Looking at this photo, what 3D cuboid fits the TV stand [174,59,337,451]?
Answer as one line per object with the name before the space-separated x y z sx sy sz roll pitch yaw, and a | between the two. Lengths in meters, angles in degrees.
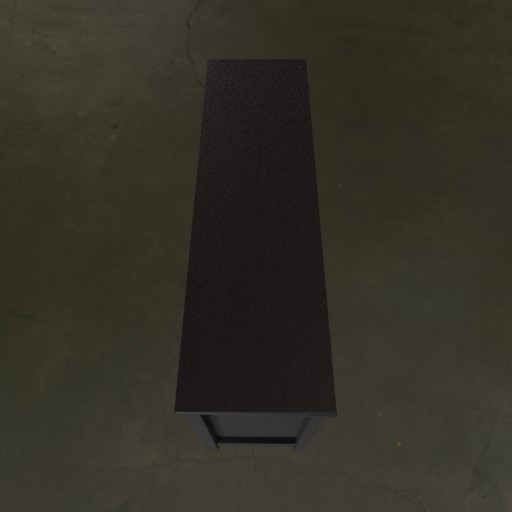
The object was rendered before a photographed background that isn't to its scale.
TV stand | 0.000 0.000 1.532 0.347 0.681 1.198 0 59 0
